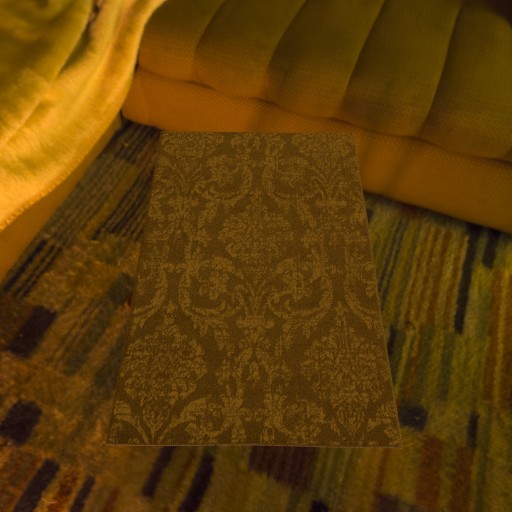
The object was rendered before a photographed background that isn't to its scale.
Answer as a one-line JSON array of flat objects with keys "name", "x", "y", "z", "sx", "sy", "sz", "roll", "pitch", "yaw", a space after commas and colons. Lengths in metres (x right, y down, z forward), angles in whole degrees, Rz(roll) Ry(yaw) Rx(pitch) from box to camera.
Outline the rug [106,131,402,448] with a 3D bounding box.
[{"name": "rug", "x": 0.000, "y": 0.000, "z": 2.283, "sx": 1.206, "sy": 0.012, "sz": 1.824, "roll": 0, "pitch": 58, "yaw": 0}]
